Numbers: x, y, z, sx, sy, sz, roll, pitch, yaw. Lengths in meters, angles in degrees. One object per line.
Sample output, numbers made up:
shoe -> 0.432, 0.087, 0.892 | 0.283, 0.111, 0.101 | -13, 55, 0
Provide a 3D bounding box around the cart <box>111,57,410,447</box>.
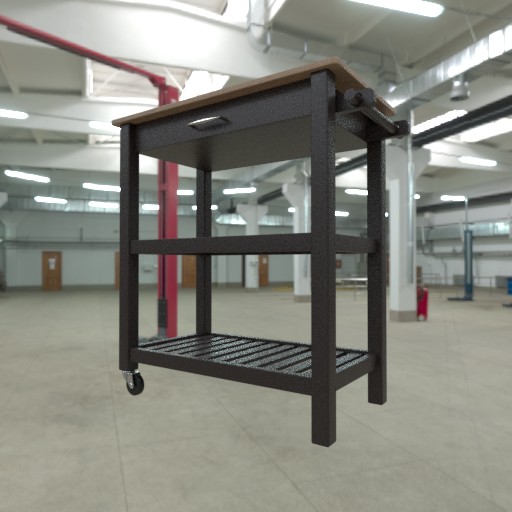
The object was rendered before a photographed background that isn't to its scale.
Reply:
cart -> 0.000, 0.000, 1.440 | 0.899, 0.927, 0.457 | -1, -1, 35
